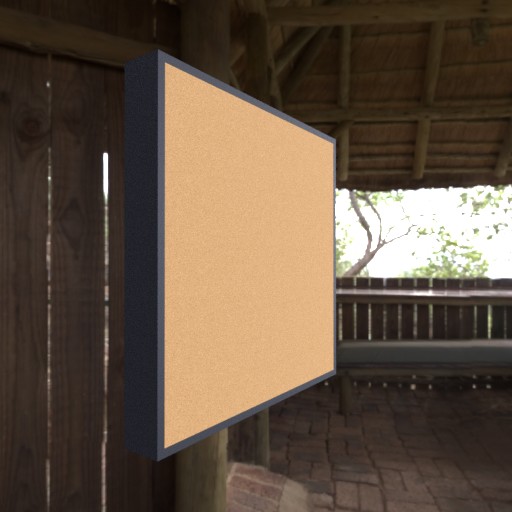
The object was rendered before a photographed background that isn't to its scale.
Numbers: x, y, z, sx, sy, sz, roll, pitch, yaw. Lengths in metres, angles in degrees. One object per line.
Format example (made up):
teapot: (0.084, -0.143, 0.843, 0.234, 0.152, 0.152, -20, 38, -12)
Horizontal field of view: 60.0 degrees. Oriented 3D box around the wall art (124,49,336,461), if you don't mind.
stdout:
wall art: (0.000, 0.000, 0.462, 0.038, 0.304, 0.304, 0, 0, 35)
